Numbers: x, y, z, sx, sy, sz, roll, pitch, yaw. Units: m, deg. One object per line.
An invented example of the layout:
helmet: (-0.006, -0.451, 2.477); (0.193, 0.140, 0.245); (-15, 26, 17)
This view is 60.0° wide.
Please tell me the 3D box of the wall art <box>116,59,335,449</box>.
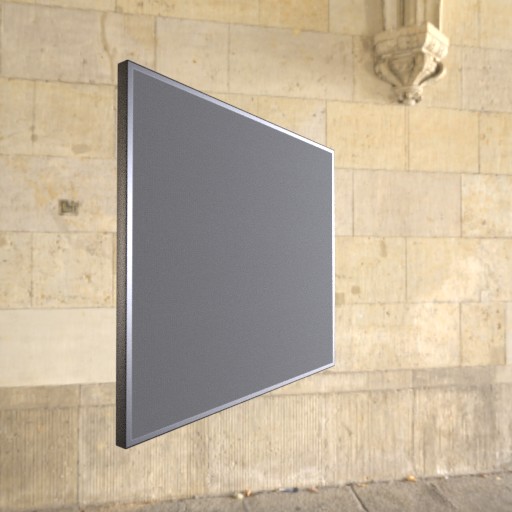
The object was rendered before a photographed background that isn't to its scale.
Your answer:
wall art: (0.000, 0.000, 0.723); (0.018, 0.450, 0.521); (-1, -1, 37)
